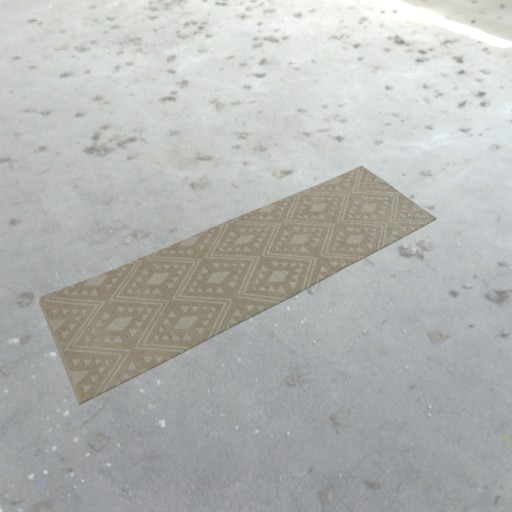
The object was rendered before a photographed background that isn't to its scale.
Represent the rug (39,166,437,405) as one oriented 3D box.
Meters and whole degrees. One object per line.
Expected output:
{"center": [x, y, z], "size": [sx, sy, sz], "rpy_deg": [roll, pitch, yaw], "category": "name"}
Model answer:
{"center": [0.000, 0.000, 2.754], "size": [2.452, 0.051, 0.752], "rpy_deg": [-25, 51, -22], "category": "rug"}
